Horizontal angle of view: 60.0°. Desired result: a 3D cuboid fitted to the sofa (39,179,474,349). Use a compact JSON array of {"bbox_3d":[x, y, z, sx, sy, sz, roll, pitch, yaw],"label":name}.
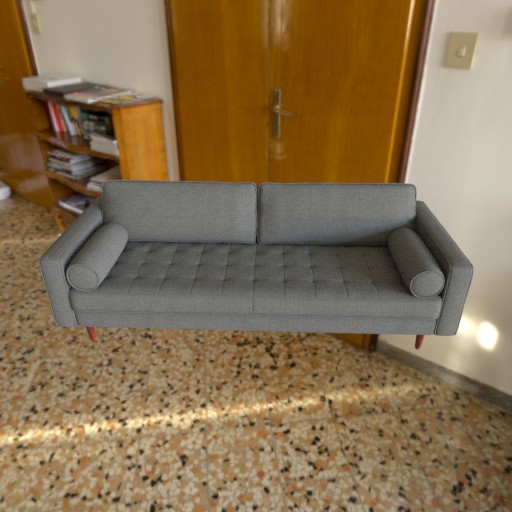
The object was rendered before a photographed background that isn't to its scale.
[{"bbox_3d":[0.000,0.000,2.678,2.198,0.762,0.914,1,29,2],"label":"sofa"}]
